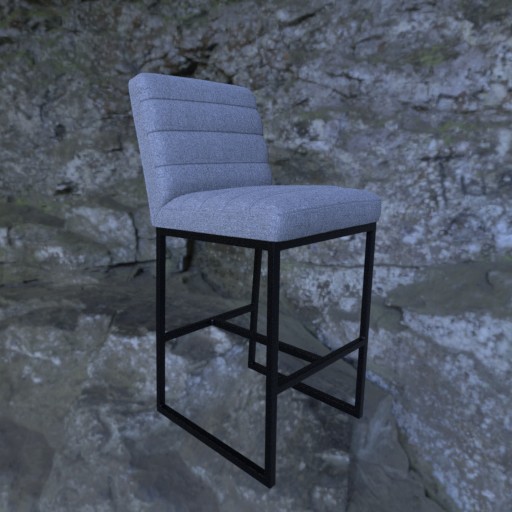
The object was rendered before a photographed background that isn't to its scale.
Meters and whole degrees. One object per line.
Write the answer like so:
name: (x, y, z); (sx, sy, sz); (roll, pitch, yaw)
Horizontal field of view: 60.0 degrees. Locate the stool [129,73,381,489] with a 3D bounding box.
stool: (0.000, 0.000, 1.313); (0.571, 1.034, 0.459); (12, 18, 43)
